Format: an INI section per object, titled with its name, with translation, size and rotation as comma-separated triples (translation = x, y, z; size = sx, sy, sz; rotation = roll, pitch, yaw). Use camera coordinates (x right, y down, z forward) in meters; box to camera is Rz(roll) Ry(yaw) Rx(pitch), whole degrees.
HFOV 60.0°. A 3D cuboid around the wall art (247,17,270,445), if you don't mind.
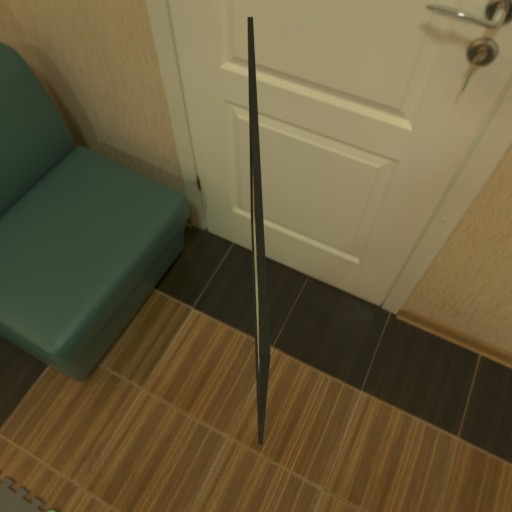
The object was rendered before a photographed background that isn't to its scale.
[wall art]
translation = 0.000, 0.000, 1.187
size = 0.013, 0.823, 0.823
rotation = -2, 59, -1
